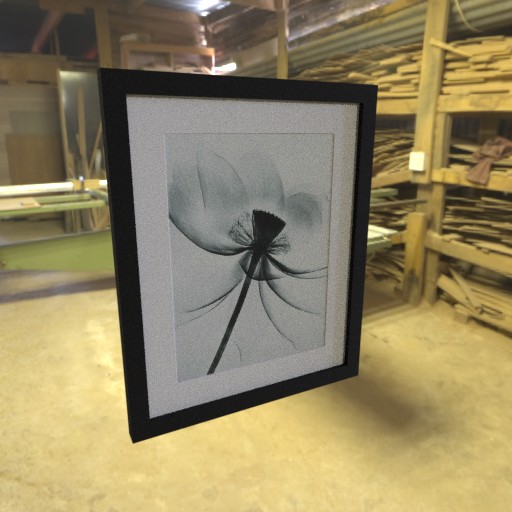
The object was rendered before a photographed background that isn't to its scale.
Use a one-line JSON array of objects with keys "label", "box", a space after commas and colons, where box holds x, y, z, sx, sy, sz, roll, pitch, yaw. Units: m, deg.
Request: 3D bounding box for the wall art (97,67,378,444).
[{"label": "wall art", "box": [0.000, 0.000, 0.747, 0.457, 0.559, 0.029, -8, 17, -26]}]
